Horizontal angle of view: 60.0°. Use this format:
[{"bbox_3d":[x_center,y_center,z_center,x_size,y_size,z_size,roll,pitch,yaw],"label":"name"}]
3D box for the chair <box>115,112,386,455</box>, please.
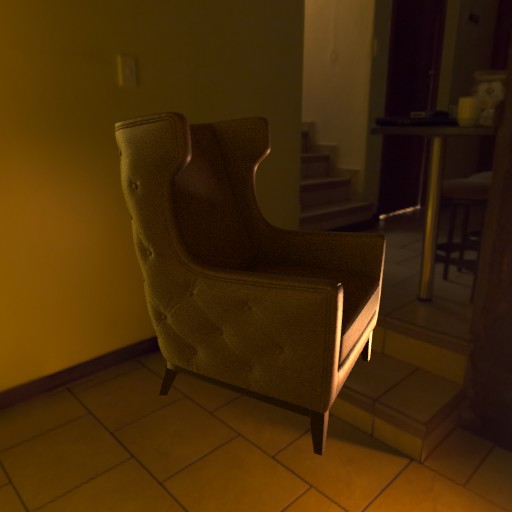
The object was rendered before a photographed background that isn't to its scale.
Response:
[{"bbox_3d":[0.000,0.000,1.768,0.899,1.079,0.769,8,18,25],"label":"chair"}]
